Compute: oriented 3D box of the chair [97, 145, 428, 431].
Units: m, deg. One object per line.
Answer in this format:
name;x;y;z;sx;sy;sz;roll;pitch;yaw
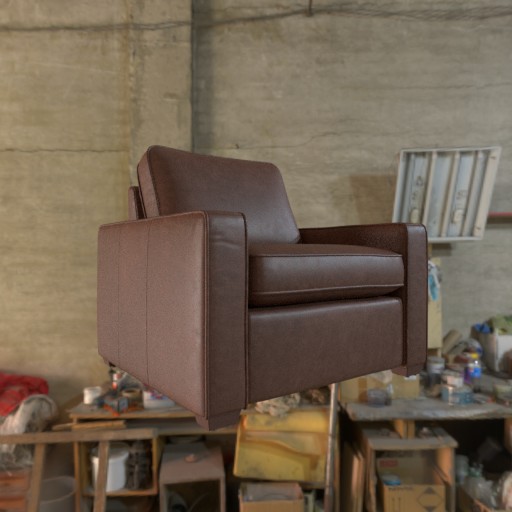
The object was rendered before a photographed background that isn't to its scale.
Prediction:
chair;0.000;0.000;1.785;1.017;0.919;0.940;0;1;-36
